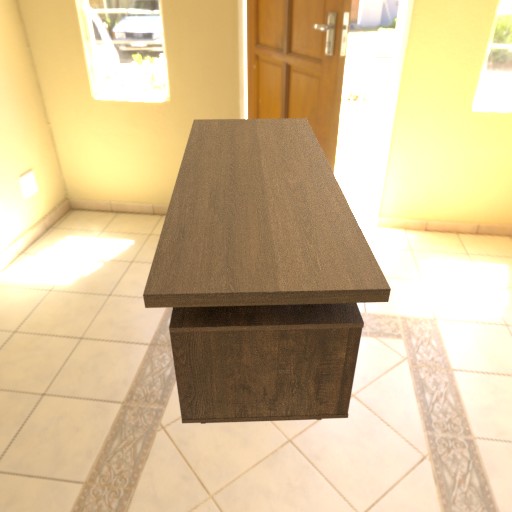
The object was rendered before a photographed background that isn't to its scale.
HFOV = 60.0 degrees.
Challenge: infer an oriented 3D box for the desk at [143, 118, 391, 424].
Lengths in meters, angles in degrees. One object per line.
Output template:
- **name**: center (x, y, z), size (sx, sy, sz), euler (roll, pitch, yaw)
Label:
- **desk**: center (0.000, 0.000, 1.916), size (0.600, 0.760, 1.524), euler (-1, 32, -2)
